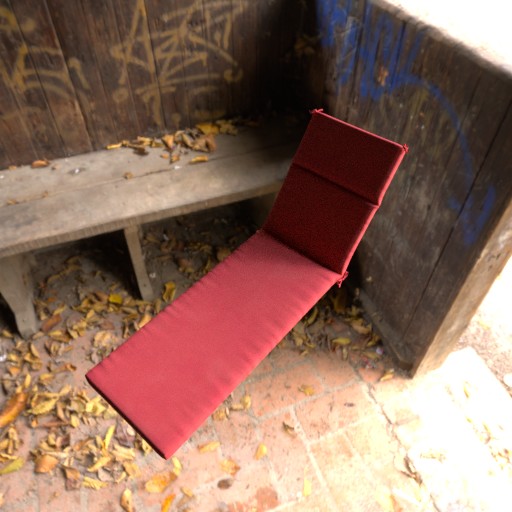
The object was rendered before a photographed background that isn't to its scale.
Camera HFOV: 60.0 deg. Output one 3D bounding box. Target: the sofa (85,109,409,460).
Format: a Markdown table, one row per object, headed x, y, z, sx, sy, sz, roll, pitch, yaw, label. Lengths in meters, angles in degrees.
| x | y | z | sx | sy | sz | roll | pitch | yaw | label |
| --- | --- | --- | --- | --- | --- | --- | --- | --- | --- |
| 0.000 | 0.000 | 2.010 | 0.582 | 0.622 | 1.663 | 32 | 55 | 26 | sofa |
